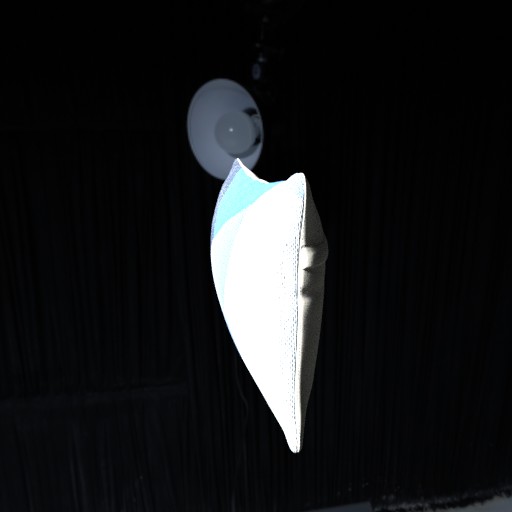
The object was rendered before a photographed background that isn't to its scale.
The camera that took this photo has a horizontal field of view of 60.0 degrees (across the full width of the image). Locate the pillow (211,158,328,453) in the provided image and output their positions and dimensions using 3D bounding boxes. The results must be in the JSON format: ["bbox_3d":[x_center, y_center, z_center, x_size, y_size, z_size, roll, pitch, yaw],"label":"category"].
[{"bbox_3d":[0.000,0.000,0.739,0.148,0.307,0.604,-2,14,-8],"label":"pillow"}]
